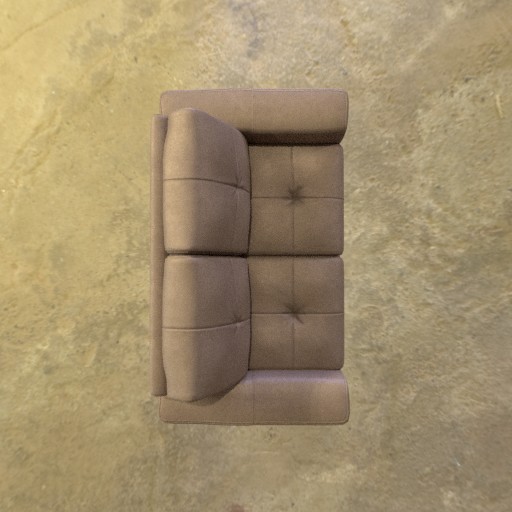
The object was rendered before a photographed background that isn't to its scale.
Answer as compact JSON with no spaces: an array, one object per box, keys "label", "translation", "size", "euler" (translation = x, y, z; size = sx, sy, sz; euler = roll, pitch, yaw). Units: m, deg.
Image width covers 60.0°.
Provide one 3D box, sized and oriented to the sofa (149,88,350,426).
[{"label":"sofa","translation":[0.000,0.000,2.417],"size":[1.018,0.907,1.806],"euler":[0,89,0]}]
